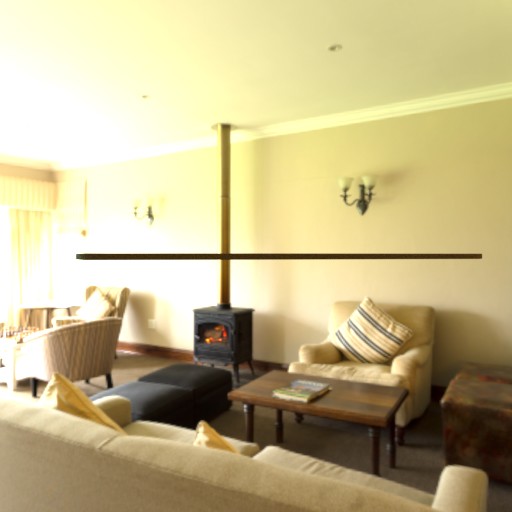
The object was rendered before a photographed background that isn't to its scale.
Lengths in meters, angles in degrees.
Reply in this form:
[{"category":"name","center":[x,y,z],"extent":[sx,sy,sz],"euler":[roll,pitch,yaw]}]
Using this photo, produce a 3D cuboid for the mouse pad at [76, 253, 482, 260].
[{"category":"mouse pad","center":[0.000,0.000,0.319],"extent":[0.229,0.003,0.203],"euler":[0,0,-18]}]
